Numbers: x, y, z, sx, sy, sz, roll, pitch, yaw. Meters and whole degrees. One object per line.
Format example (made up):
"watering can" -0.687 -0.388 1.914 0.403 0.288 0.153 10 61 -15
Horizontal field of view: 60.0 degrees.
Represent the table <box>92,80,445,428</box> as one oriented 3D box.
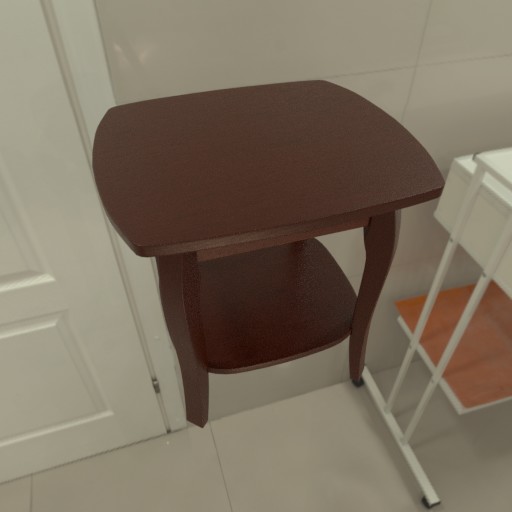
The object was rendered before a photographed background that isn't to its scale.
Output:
"table" 0.000 0.000 0.869 0.502 0.496 0.433 -12 44 -13
